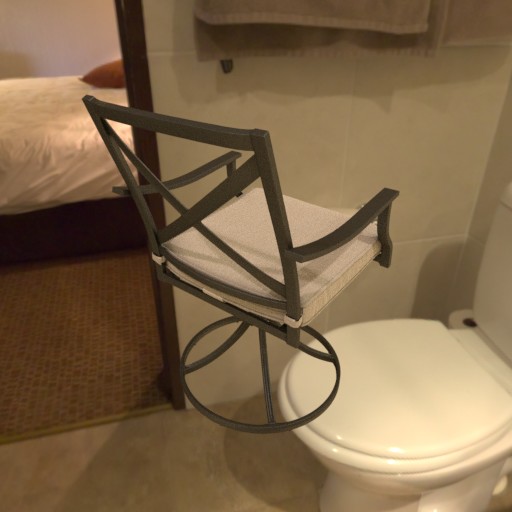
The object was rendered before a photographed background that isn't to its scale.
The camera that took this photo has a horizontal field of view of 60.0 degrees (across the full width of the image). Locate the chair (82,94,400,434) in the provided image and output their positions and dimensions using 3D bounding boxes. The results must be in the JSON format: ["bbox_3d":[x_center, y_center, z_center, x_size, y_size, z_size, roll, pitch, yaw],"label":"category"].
[{"bbox_3d":[0.000,0.000,1.239,0.575,0.889,0.620,21,37,32],"label":"chair"}]
